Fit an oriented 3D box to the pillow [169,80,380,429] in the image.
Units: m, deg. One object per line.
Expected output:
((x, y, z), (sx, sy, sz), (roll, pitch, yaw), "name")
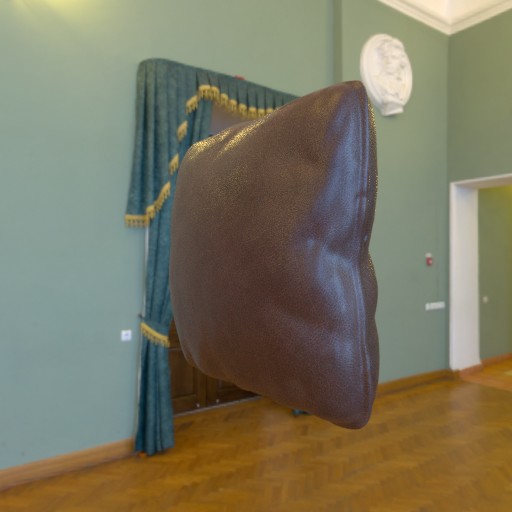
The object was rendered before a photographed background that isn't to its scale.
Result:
((0.000, 0.000, 0.832), (0.236, 0.523, 0.532), (0, 0, -36), "pillow")
